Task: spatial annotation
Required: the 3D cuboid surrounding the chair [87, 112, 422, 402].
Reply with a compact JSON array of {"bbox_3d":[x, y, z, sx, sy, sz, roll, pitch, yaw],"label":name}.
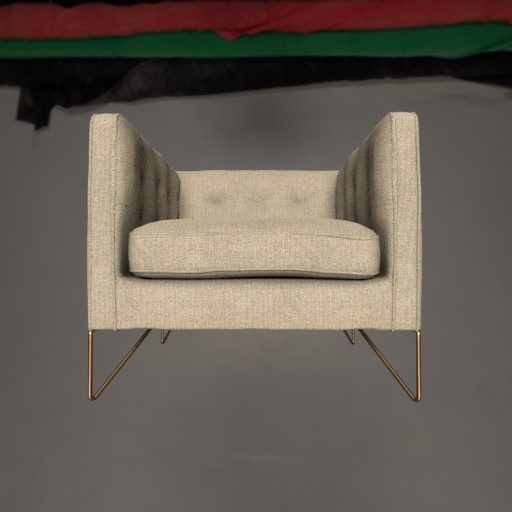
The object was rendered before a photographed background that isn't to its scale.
[{"bbox_3d":[0.000,0.000,1.623,0.920,0.799,0.912,0,-1,1],"label":"chair"}]
